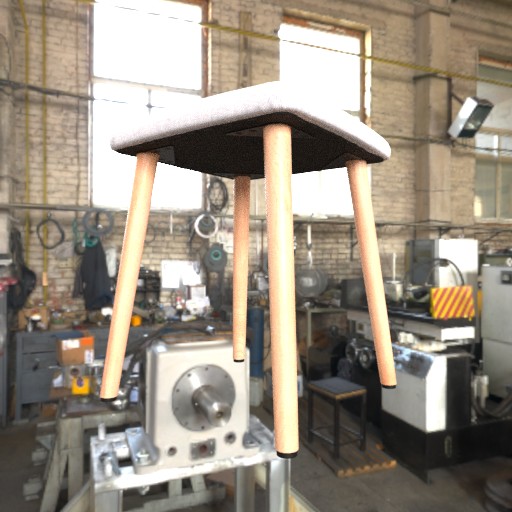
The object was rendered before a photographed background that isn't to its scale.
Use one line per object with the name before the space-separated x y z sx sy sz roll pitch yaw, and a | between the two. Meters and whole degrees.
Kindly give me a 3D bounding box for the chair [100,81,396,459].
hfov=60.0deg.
chair | 0.000 0.000 0.710 0.350 0.440 0.350 0 -1 36
